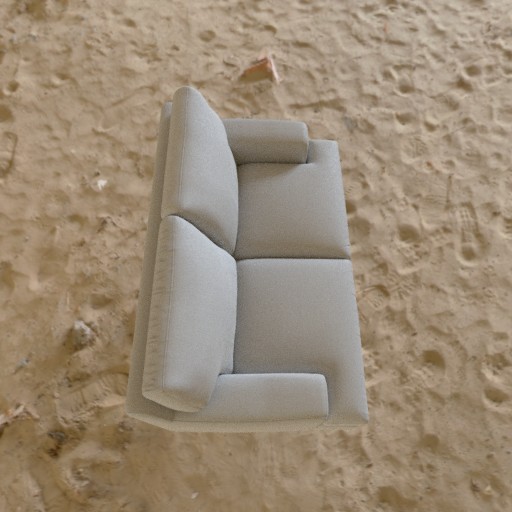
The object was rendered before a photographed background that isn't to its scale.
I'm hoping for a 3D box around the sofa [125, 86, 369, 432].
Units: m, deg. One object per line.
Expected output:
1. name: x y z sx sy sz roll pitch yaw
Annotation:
1. sofa: 0.000 0.000 2.555 1.143 0.940 1.880 0 63 0
